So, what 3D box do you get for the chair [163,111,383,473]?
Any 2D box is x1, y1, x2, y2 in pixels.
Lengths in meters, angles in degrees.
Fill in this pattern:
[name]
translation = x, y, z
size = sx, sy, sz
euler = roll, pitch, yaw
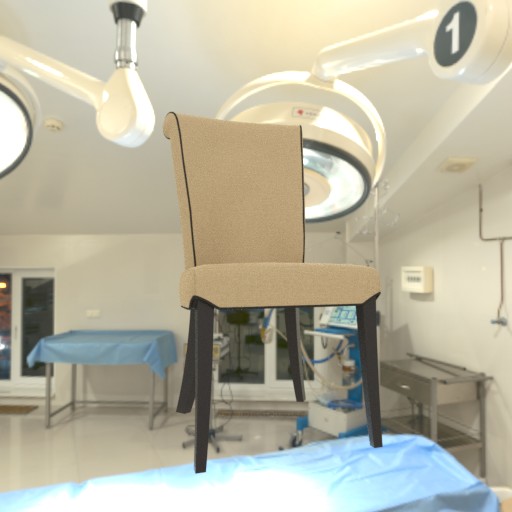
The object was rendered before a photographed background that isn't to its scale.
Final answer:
[chair]
translation = 0.000, 0.000, 1.371
size = 0.522, 0.997, 0.623
euler = 0, -1, -18
